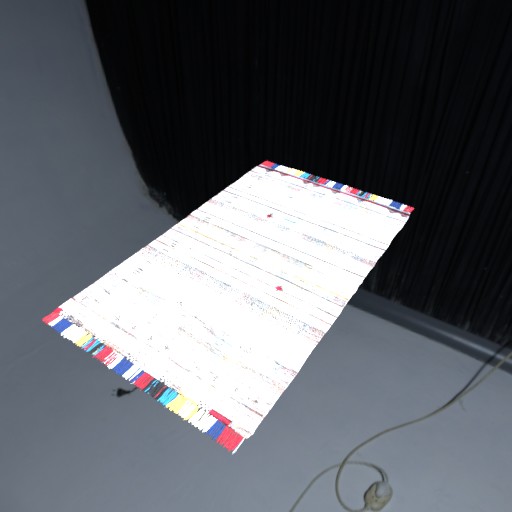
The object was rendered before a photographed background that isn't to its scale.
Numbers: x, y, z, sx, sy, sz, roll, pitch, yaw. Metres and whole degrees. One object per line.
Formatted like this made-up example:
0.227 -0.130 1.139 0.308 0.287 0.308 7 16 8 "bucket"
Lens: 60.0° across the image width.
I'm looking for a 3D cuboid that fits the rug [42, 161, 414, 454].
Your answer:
0.000 0.000 3.114 1.465 0.012 2.465 24 45 26 "rug"
